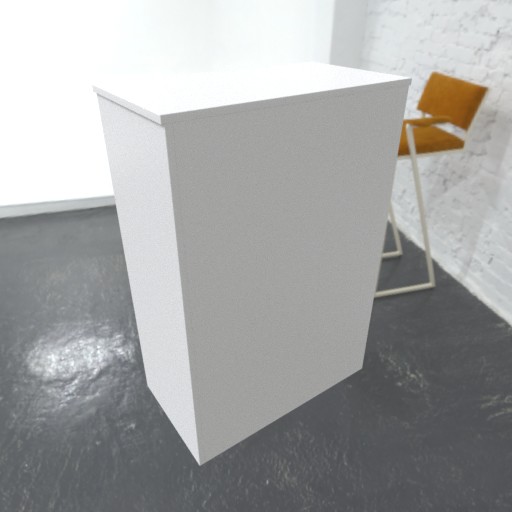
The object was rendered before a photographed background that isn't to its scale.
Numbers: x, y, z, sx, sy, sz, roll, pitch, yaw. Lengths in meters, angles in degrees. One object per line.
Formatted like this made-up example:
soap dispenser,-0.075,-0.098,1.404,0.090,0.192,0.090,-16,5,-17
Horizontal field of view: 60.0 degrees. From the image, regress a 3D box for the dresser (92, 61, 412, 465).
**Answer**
dresser,0.000,0.000,1.369,0.704,1.021,0.401,-20,36,-30
